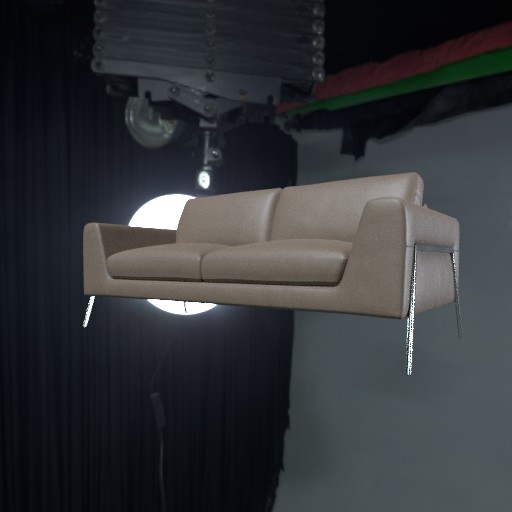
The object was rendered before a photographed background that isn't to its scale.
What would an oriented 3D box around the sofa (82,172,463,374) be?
[{"bbox_3d":[0.000,0.000,2.549,2.017,0.875,0.953,-1,-1,36],"label":"sofa"}]
